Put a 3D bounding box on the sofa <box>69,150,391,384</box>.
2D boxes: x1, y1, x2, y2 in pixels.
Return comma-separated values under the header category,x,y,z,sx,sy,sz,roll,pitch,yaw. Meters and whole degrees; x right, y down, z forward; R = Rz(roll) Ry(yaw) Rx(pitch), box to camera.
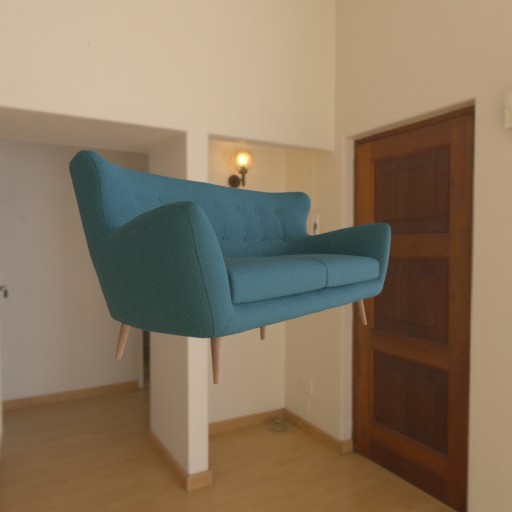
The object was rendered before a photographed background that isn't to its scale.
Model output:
category,x,y,z,sx,sy,sz,roll,pitch,yaw
sofa,0.000,0.000,2.396,0.889,0.890,1.930,1,2,35
